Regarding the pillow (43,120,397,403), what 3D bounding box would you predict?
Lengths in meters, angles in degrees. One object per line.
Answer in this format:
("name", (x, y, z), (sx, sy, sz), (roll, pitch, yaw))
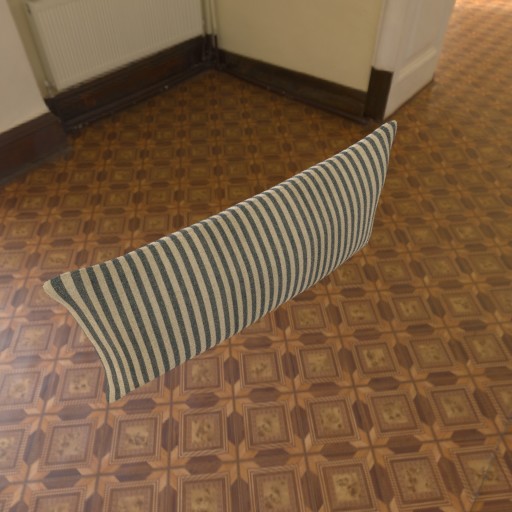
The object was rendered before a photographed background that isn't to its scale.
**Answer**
("pillow", (0.000, 0.000, 0.741), (0.617, 0.295, 0.151), (-29, 52, -25))
